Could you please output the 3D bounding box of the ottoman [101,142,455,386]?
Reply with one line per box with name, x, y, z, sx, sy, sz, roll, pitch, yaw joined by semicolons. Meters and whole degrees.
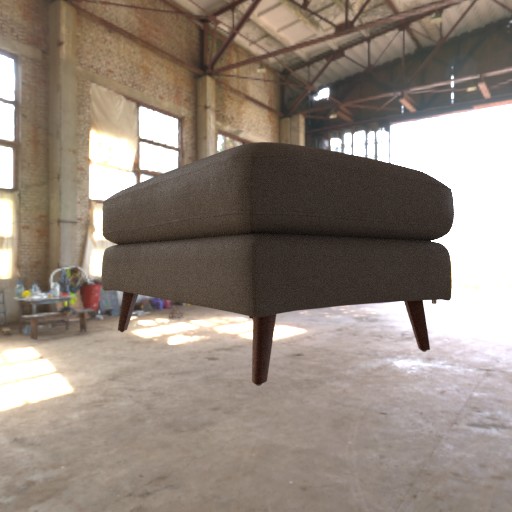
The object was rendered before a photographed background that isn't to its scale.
ottoman;0.000;0.000;1.175;0.608;0.449;0.811;0;-1;-36
